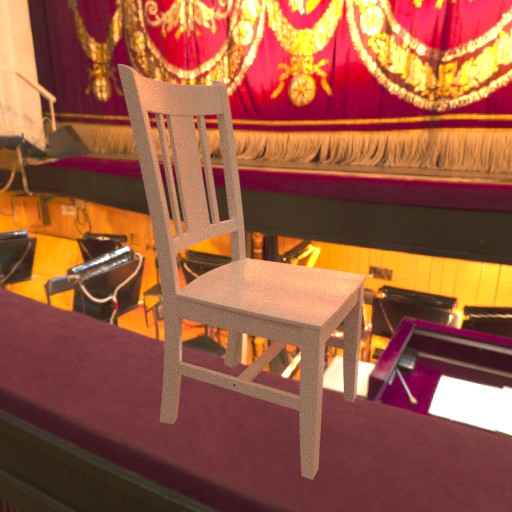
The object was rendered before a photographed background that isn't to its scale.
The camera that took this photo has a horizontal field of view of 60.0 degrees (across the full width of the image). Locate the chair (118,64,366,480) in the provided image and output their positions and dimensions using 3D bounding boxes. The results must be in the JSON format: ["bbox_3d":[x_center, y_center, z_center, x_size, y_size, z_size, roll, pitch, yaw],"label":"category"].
[{"bbox_3d":[0.000,0.000,1.271,0.555,0.998,0.450,8,18,26],"label":"chair"}]
